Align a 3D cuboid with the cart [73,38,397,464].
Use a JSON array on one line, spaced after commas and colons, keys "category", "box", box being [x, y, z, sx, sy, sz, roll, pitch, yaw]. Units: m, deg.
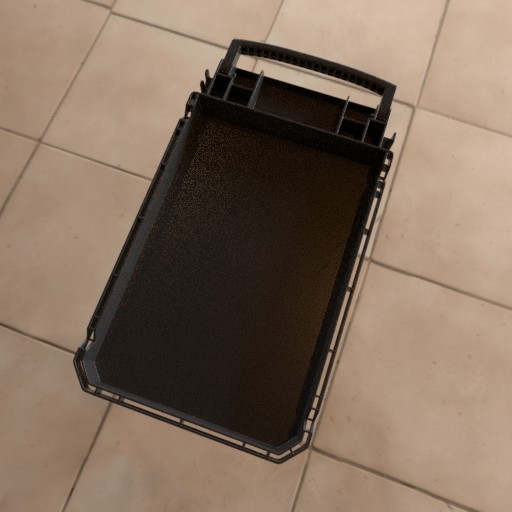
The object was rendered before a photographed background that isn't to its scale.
[{"category": "cart", "box": [0.000, 0.000, 1.742, 0.674, 0.884, 1.239, 18, 76, 5]}]
